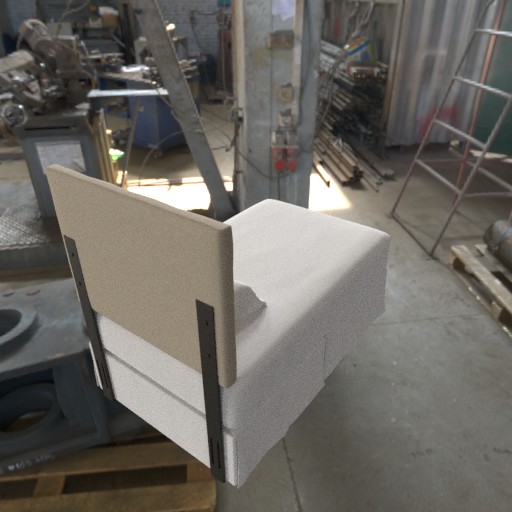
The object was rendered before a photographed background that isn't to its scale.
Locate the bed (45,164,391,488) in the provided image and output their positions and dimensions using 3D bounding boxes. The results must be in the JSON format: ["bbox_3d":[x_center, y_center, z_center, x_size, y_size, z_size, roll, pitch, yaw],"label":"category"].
[{"bbox_3d":[0.000,0.000,2.950,1.261,1.571,1.997,21,37,31],"label":"bed"}]
